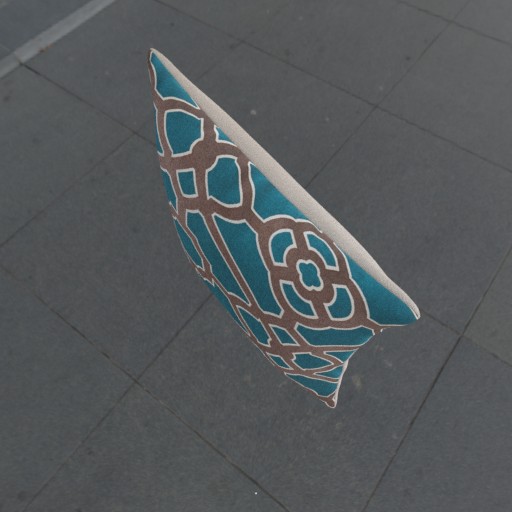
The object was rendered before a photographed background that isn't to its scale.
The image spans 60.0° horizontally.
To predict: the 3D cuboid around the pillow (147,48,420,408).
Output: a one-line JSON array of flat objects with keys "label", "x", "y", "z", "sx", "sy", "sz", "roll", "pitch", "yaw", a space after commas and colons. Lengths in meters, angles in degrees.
[{"label": "pillow", "x": 0.000, "y": 0.000, "z": 0.766, "sx": 0.166, "sy": 0.507, "sz": 0.526, "roll": -34, "pitch": 67, "yaw": -17}]
